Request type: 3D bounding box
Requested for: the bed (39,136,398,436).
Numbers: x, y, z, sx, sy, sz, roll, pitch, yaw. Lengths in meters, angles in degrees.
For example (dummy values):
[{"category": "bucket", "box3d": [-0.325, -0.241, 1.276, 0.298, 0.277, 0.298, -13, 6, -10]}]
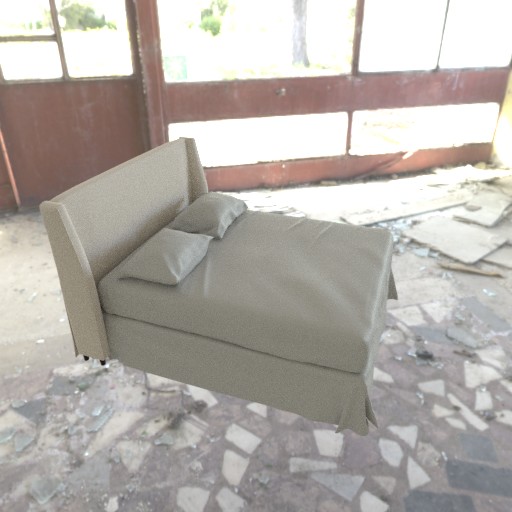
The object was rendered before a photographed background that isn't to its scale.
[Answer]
[{"category": "bed", "box3d": [0.000, 0.000, 3.557, 2.276, 1.332, 1.925, 10, 30, 18]}]
